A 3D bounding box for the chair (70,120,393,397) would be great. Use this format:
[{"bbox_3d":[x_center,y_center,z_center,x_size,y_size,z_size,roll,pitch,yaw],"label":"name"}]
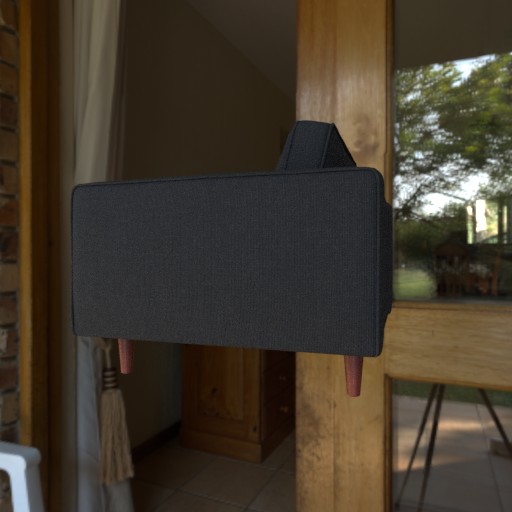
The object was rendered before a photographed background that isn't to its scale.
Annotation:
[{"bbox_3d":[0.000,0.000,1.593,0.919,0.770,0.899,0,0,19],"label":"chair"}]
